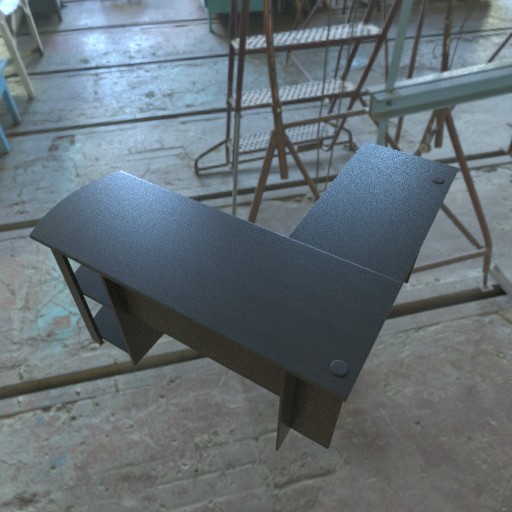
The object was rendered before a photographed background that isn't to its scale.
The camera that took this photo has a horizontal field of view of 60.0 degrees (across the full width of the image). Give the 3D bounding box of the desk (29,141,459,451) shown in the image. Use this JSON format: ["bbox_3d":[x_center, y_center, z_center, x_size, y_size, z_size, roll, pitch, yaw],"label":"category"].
[{"bbox_3d":[0.000,0.000,2.110,1.361,0.716,1.303,23,50,21],"label":"desk"}]
